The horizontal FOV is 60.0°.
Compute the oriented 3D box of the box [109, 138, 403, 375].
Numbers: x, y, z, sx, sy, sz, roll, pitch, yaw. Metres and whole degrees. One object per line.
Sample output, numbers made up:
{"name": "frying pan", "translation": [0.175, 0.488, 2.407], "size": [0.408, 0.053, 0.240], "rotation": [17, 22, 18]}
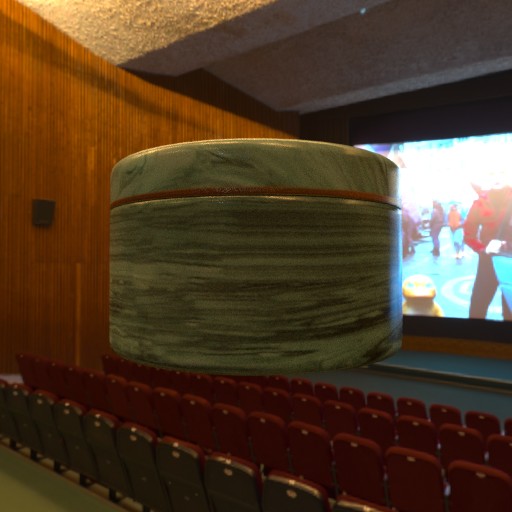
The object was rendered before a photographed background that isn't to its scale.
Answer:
{"name": "box", "translation": [0.000, 0.000, 0.161], "size": [0.101, 0.063, 0.101], "rotation": [0, -1, 0]}
